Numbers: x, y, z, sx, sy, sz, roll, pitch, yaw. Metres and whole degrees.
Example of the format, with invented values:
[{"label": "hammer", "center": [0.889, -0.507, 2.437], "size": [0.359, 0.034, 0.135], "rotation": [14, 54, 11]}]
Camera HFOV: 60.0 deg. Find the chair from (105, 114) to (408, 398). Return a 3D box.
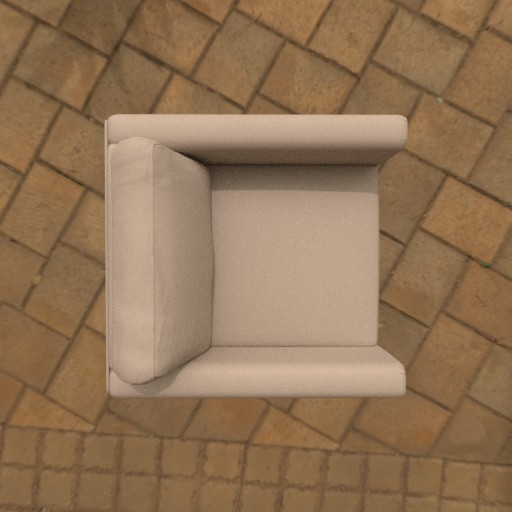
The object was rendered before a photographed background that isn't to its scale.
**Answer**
[{"label": "chair", "center": [0.000, 0.000, 1.634], "size": [0.959, 0.838, 0.914], "rotation": [0, 91, 0]}]
